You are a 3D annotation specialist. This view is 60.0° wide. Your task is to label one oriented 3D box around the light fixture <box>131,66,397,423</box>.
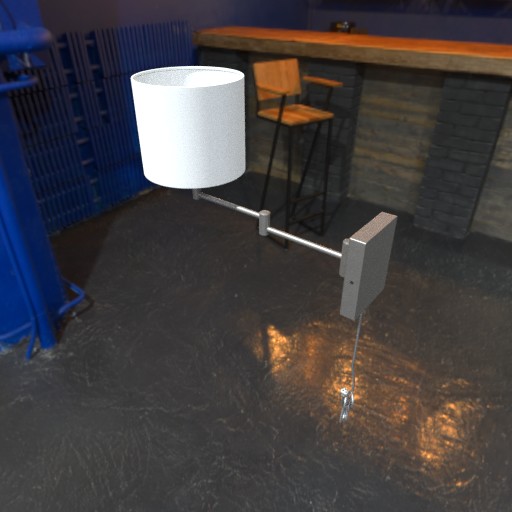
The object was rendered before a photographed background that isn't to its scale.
[{"bbox_3d":[0.000,0.000,0.895,0.516,0.651,0.203,23,38,32],"label":"light fixture"}]
